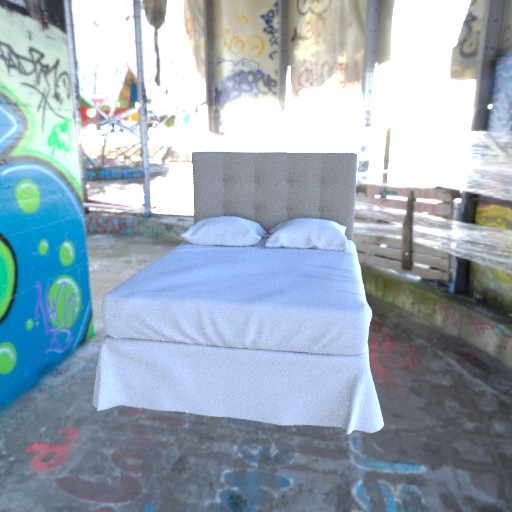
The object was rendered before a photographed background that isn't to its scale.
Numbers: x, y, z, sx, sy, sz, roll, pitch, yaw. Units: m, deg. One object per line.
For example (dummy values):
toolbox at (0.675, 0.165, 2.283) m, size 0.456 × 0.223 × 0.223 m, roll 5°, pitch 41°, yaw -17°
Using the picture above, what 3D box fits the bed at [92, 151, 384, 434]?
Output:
bed at (0.000, 0.000, 3.556) m, size 1.936 × 1.577 × 2.222 m, roll 2°, pitch 15°, yaw 9°
